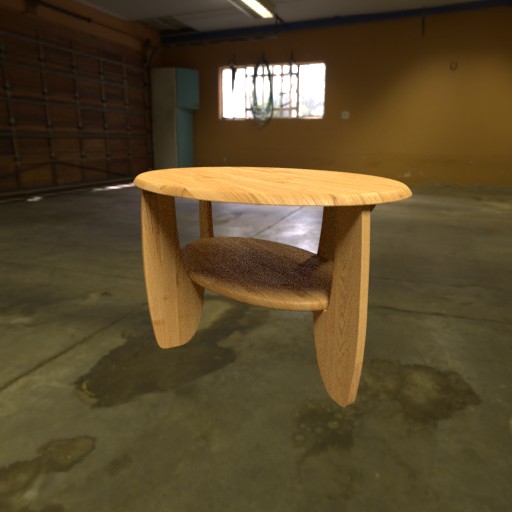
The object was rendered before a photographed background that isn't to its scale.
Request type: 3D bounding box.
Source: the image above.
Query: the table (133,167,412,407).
[{"bbox_3d":[0.000,0.000,1.376,0.690,0.490,1.040,-7,16,-25],"label":"table"}]
